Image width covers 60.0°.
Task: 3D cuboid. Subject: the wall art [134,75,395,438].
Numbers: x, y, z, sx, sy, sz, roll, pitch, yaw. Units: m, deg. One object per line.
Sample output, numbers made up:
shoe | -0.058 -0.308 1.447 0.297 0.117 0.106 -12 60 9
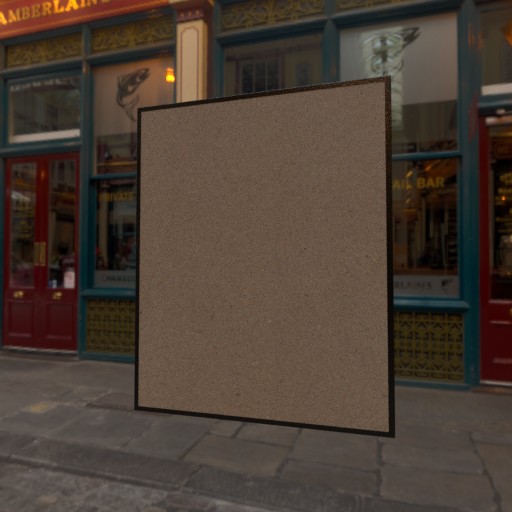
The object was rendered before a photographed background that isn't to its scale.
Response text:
wall art | 0.000 0.000 0.757 0.448 0.551 0.038 -1 -2 18
